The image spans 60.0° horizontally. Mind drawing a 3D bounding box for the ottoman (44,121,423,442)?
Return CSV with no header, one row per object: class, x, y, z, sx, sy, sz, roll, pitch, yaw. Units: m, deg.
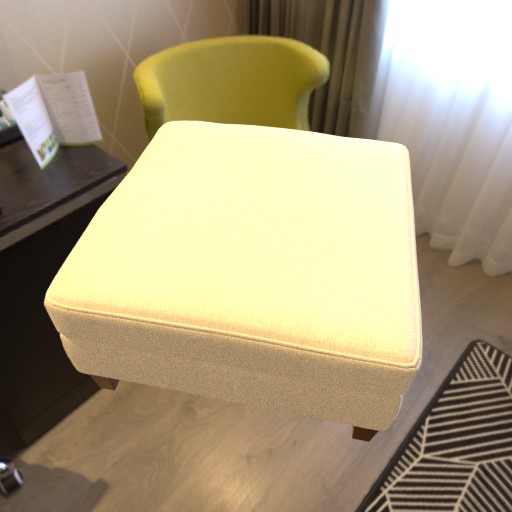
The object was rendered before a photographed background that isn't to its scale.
ottoman,0.000,0.000,1.317,0.838,0.478,0.838,8,46,8
